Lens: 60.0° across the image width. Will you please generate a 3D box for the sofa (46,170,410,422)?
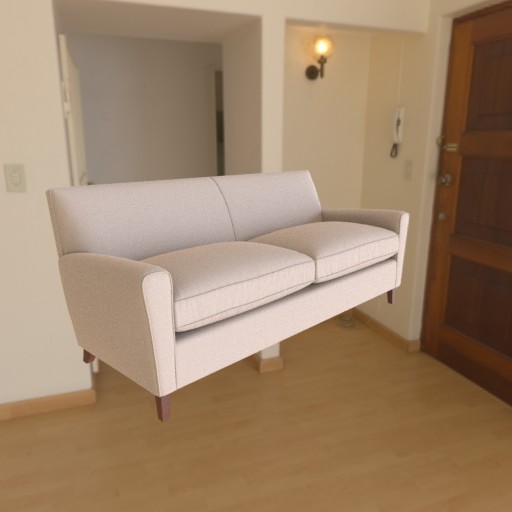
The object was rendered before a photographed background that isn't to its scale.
[{"bbox_3d":[0.000,0.000,2.516,0.875,0.846,2.000,14,20,43],"label":"sofa"}]
